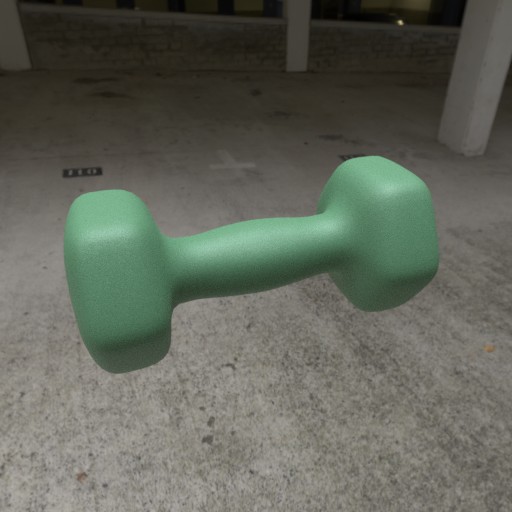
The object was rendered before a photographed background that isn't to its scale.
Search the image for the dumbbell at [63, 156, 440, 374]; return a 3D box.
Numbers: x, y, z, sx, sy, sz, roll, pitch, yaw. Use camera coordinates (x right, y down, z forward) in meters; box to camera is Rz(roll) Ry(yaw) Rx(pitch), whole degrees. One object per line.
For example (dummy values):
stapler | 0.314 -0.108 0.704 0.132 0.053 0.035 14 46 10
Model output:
dumbbell | 0.000 0.000 0.327 0.257 0.114 0.126 -10 34 -15
